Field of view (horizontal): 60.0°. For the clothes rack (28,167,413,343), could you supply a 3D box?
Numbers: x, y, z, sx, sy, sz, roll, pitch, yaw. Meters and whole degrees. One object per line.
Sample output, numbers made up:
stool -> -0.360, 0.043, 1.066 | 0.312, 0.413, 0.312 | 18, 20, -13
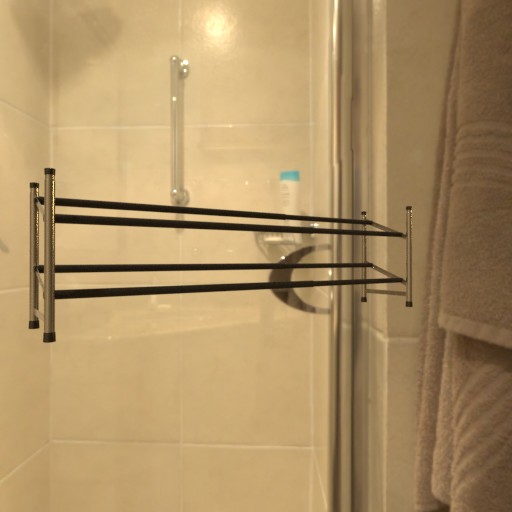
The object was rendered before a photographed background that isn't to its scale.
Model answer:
clothes rack -> 0.000, 0.000, 1.298 | 1.168, 0.349, 0.229 | 0, 0, -34
